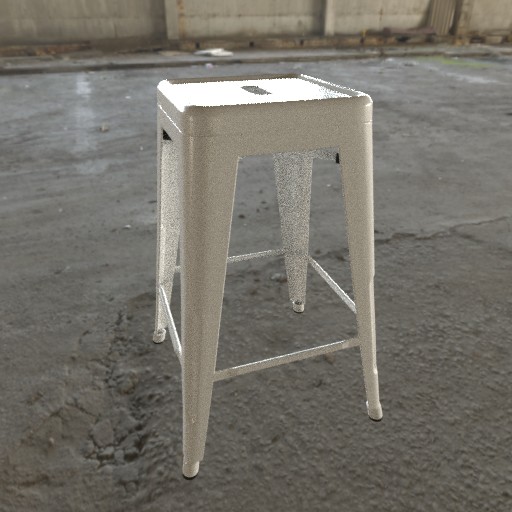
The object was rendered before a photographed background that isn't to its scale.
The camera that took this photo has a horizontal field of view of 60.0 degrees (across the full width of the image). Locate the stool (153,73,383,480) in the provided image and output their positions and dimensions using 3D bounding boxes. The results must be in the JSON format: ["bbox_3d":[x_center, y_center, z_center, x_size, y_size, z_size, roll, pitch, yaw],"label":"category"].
[{"bbox_3d":[0.000,0.000,0.845,0.406,0.610,0.406,-10,31,-17],"label":"stool"}]
